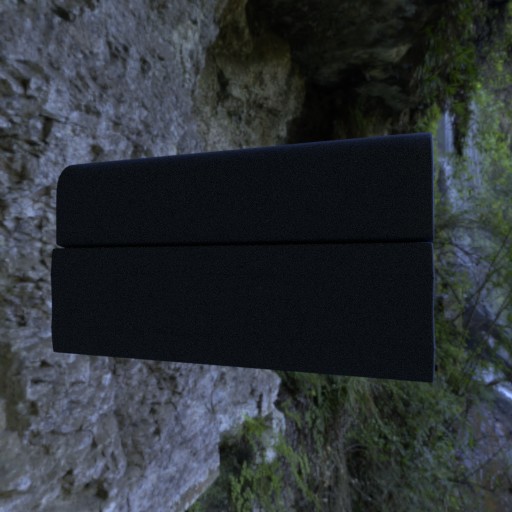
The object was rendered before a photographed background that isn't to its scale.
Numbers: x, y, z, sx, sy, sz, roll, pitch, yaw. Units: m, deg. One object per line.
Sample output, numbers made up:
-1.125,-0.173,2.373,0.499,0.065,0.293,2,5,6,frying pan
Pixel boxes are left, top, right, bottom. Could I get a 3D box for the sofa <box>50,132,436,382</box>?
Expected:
0.000,0.000,1.656,1.219,0.660,0.762,0,-1,19,sofa
